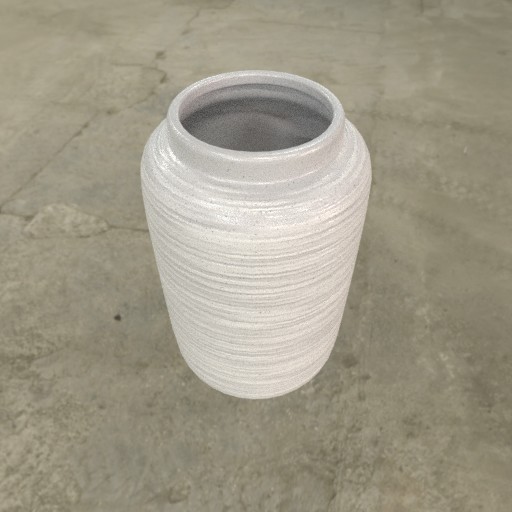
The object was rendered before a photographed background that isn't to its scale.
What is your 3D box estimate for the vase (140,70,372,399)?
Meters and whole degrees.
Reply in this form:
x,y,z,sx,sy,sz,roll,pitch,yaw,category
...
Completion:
x,y,z,sx,sy,sz,roll,pitch,yaw,category
0.000,0.000,0.466,0.202,0.335,0.202,0,46,0,vase
